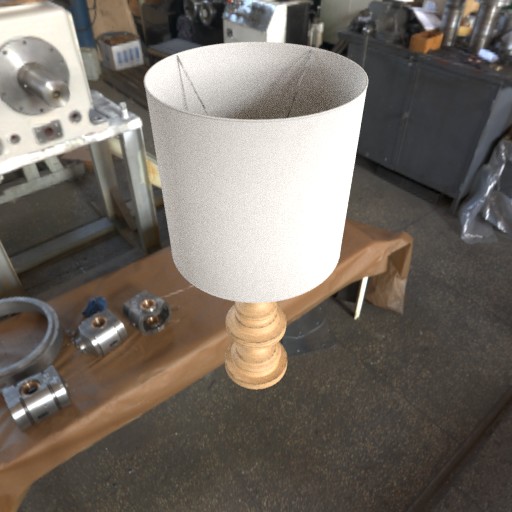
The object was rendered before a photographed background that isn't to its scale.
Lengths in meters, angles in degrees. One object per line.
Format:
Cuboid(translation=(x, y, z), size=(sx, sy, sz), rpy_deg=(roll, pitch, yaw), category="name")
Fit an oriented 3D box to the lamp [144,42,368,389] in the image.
Cuboid(translation=(0.000, 0.000, 0.567), size=(0.208, 0.455, 0.208), rpy_deg=(11, 42, 12), category="lamp")
